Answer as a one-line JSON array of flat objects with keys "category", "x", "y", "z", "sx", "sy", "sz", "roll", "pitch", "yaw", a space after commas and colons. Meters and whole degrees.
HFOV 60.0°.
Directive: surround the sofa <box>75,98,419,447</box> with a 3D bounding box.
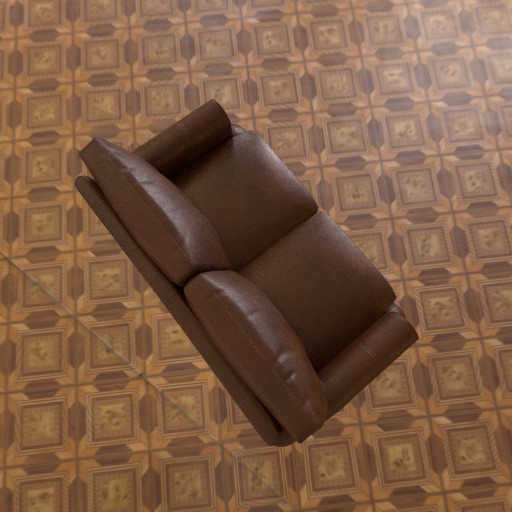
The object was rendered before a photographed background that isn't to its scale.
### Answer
[{"category": "sofa", "x": 0.000, "y": 0.000, "z": 2.244, "sx": 0.990, "sy": 0.976, "sz": 1.616, "roll": -38, "pitch": 79, "yaw": -9}]
